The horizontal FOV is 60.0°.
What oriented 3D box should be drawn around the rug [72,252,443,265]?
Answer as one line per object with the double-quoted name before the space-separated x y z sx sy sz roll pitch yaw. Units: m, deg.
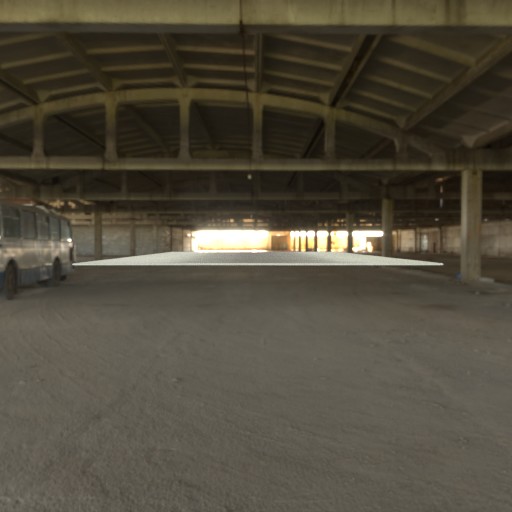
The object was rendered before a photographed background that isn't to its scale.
"rug" 0.000 0.000 2.365 1.226 0.007 1.815 0 2 -1
